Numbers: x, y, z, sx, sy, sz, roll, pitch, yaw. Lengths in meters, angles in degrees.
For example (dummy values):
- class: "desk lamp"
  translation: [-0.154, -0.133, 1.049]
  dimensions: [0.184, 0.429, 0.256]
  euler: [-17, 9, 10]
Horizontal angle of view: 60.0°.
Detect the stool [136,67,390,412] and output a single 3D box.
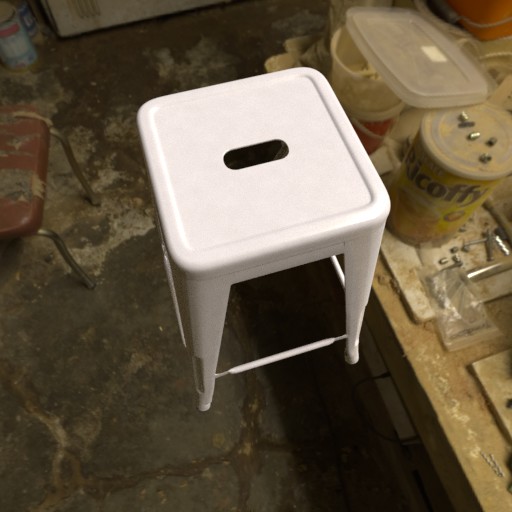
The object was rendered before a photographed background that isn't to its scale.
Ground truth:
- class: "stool"
  translation: [0.000, 0.000, 0.870]
  dimensions: [0.406, 0.610, 0.406]
  euler: [-15, 64, -8]
